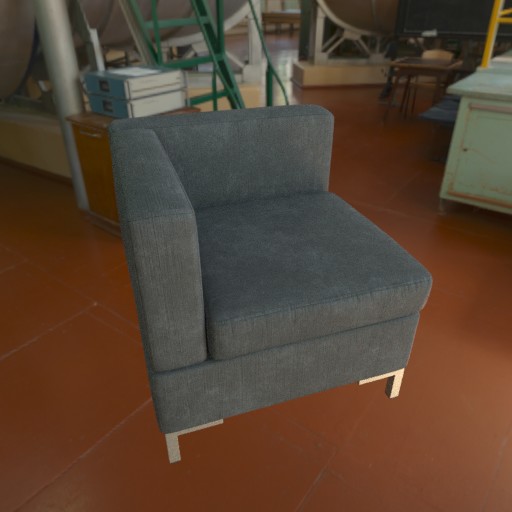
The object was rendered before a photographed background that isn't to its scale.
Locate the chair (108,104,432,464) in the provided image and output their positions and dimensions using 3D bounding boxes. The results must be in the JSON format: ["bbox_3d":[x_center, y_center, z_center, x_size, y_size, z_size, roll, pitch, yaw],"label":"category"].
[{"bbox_3d":[0.000,0.000,1.224,0.680,0.660,0.680,-10,33,-16],"label":"chair"}]
